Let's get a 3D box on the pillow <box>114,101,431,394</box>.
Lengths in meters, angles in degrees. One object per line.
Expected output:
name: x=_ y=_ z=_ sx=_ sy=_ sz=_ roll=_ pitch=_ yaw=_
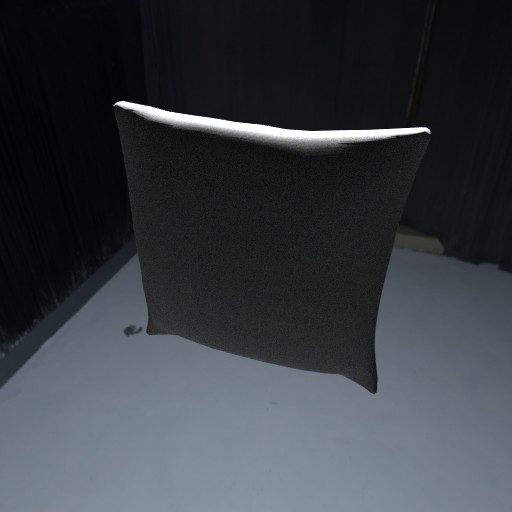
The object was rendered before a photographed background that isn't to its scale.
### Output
pillow: x=0.000 y=0.000 z=0.787 sx=0.496 sy=0.491 sz=0.219 roll=10 pitch=34 yaw=16
